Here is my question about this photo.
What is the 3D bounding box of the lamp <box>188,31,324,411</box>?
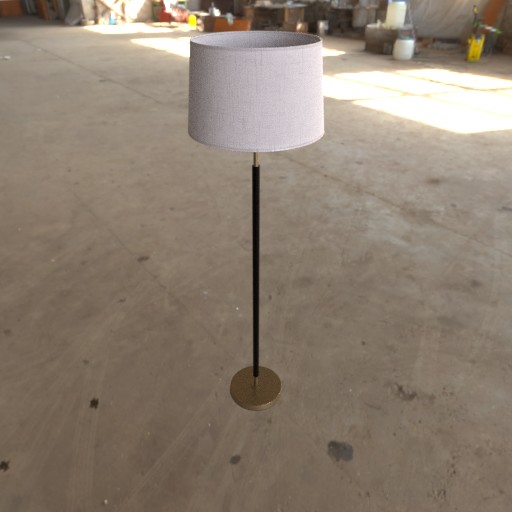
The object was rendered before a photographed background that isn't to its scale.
[{"bbox_3d":[0.000,0.000,1.630,0.420,1.447,0.420,0,33,0],"label":"lamp"}]
